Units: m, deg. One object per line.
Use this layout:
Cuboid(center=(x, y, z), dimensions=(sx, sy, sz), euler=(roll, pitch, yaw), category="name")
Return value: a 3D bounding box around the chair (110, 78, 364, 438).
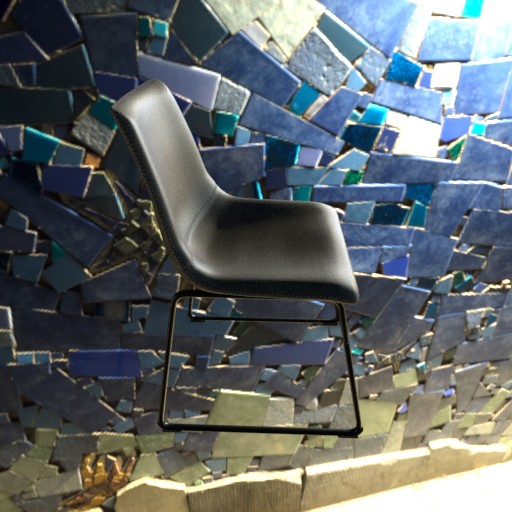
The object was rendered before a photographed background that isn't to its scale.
Cuboid(center=(0.000, 0.000, 1.108), dimensions=(0.550, 0.780, 0.460), euler=(1, 31, 2), category="chair")
